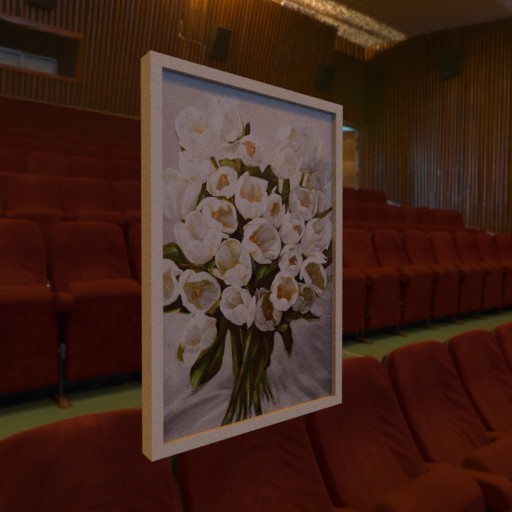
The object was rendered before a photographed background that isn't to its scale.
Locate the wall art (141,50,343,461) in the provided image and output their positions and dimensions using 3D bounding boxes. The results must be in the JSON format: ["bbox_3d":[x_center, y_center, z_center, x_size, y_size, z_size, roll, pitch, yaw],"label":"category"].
[{"bbox_3d":[0.000,0.000,0.560,0.293,0.428,0.025,-1,1,-37],"label":"wall art"}]
